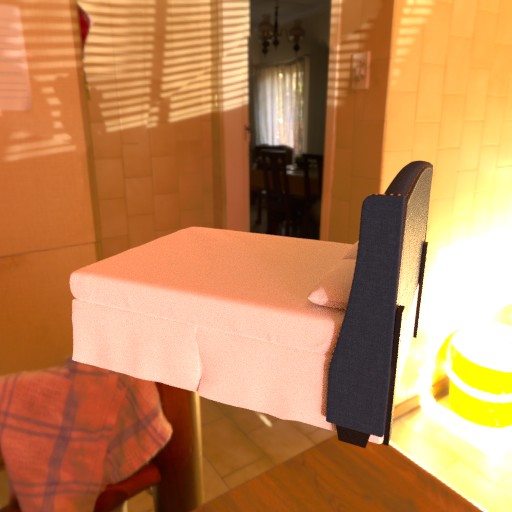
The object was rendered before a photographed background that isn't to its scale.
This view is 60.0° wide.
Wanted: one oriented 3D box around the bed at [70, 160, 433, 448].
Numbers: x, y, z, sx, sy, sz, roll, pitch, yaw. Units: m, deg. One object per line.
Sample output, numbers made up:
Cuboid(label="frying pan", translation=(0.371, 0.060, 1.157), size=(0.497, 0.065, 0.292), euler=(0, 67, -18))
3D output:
Cuboid(label="bed", translation=(0.000, 0.000, 3.198), size=(2.223, 1.402, 1.604), euler=(8, 19, 24))
